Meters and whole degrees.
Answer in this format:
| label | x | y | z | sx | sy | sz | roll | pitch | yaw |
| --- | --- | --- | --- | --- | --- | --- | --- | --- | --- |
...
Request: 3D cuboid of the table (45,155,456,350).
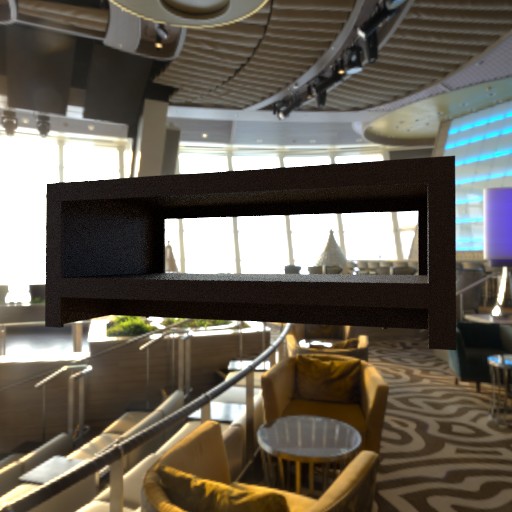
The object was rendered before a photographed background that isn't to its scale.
| label | x | y | z | sx | sy | sz | roll | pitch | yaw |
| --- | --- | --- | --- | --- | --- | --- | --- | --- | --- |
| table | 0.000 | 0.000 | 1.408 | 1.099 | 0.424 | 0.597 | 0 | -1 | 18 |
